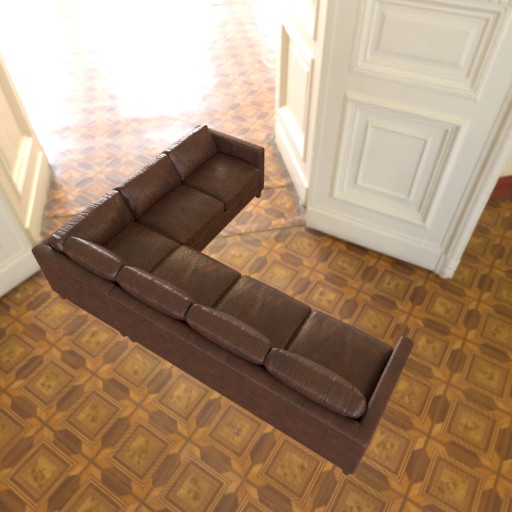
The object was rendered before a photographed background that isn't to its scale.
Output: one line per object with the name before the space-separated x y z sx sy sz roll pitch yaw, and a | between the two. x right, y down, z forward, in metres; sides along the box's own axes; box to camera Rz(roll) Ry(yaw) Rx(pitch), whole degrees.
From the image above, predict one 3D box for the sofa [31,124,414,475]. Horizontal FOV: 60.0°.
sofa | 0.000 0.000 4.195 3.152 0.836 2.438 25 52 21
